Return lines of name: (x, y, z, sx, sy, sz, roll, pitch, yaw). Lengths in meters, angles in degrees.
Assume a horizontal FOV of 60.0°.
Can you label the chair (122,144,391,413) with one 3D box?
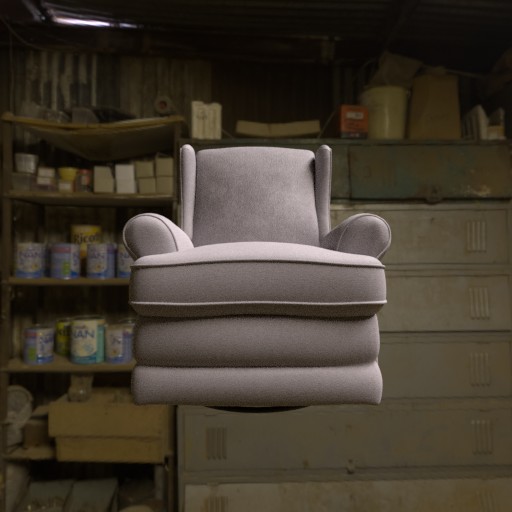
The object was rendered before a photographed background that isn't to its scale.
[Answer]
chair: (0.000, 0.000, 1.697, 0.847, 1.011, 0.969, 0, 0, 0)
